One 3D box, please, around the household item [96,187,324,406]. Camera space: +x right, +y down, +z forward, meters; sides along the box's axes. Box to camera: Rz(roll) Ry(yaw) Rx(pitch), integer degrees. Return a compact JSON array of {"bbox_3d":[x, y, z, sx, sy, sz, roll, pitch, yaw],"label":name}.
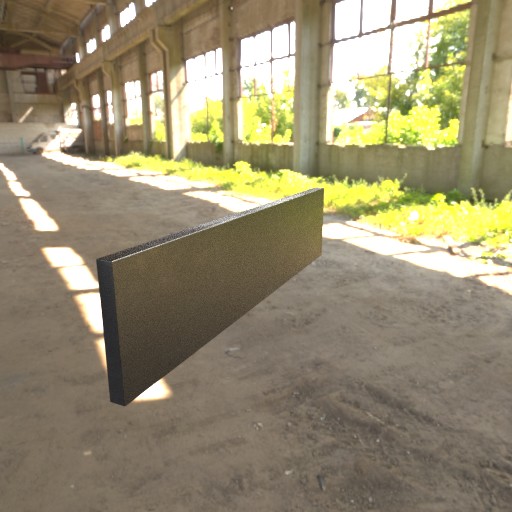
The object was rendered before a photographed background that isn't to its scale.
[{"bbox_3d":[0.000,0.000,1.100,0.030,0.236,1.001,7,17,25],"label":"household item"}]
